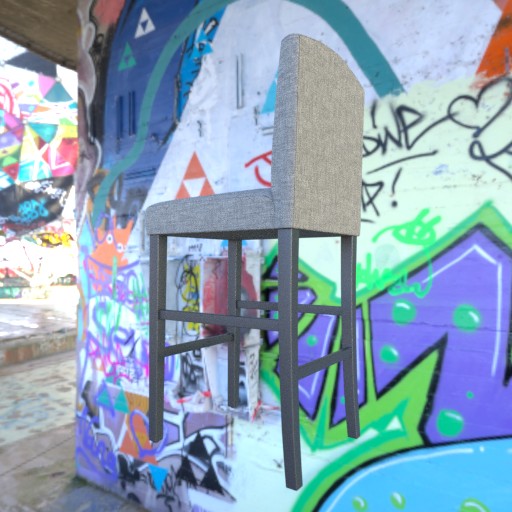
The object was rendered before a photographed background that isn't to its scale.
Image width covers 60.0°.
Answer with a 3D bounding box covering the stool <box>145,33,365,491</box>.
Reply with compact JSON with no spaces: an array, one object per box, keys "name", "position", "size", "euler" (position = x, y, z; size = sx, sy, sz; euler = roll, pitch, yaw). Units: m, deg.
[{"name":"stool","position":[0.000,0.000,1.386],"size":[0.552,1.138,0.451],"euler":[0,-1,35]}]
